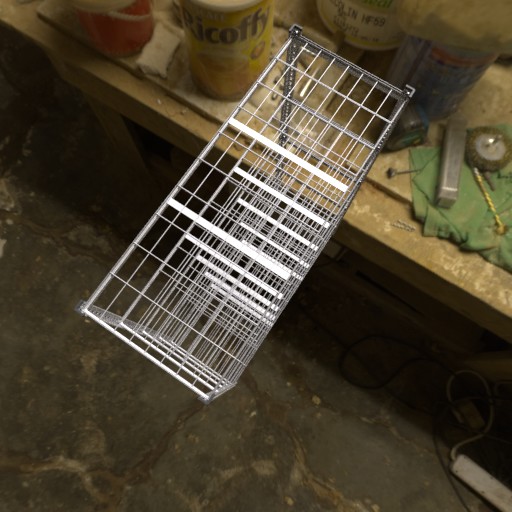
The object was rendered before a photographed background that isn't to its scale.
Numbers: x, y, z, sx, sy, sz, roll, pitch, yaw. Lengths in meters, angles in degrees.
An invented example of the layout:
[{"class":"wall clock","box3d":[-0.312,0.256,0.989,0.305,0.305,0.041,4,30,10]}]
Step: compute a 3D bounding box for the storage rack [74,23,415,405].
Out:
[{"class":"storage rack","box3d":[0.000,0.000,2.708,0.610,1.981,1.524,33,78,8]}]
